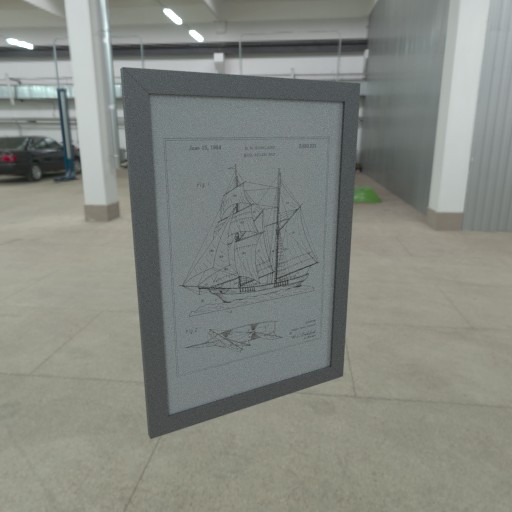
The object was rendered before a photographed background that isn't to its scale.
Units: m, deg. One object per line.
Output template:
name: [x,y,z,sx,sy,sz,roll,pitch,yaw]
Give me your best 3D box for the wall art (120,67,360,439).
wall art: [0.000,0.000,0.707,0.380,0.534,0.013,-8,18,-28]
